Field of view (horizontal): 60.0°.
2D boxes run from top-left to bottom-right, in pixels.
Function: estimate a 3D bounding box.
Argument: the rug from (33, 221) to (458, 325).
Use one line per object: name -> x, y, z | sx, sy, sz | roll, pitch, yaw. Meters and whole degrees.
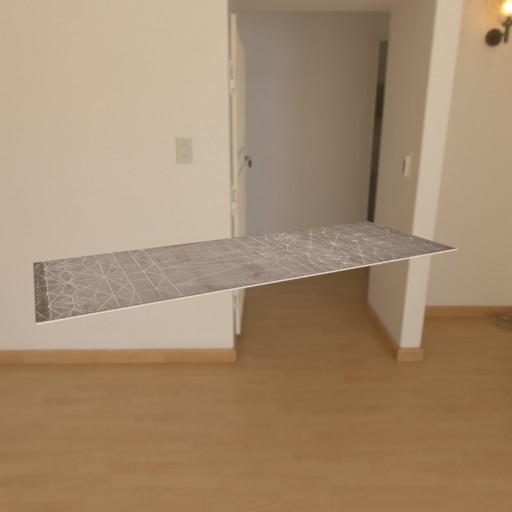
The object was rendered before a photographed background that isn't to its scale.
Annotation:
rug -> 0.000, 0.000, 2.640 | 2.388, 0.012, 0.864 | -8, 19, -25
